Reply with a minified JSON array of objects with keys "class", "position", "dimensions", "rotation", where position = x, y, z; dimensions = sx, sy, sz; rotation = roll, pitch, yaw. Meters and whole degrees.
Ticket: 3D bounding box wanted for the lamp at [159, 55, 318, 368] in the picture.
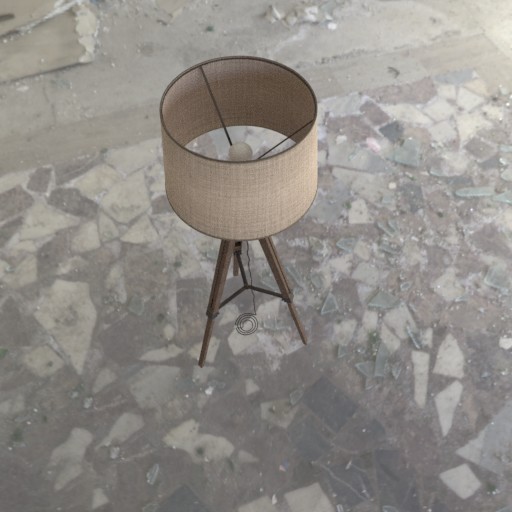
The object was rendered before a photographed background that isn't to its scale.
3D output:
[{"class":"lamp","position":[0.000,0.000,1.821],"dimensions":[0.587,1.510,0.604],"rotation":[14,59,8]}]
